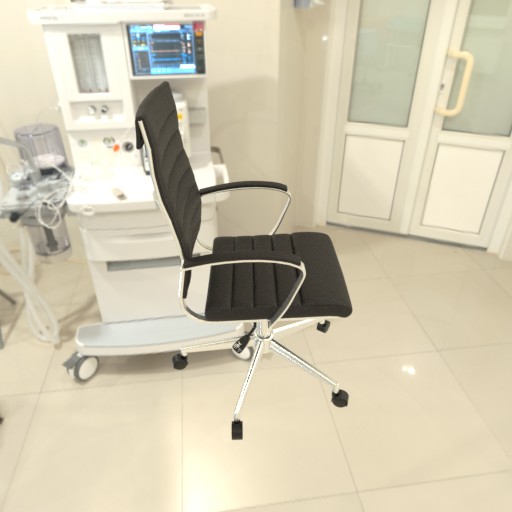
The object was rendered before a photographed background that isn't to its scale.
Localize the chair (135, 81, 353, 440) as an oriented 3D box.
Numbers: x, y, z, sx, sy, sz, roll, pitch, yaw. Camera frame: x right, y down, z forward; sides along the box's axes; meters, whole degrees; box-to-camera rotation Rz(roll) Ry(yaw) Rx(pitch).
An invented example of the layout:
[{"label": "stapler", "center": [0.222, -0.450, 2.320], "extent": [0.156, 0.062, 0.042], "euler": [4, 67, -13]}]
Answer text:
[{"label": "chair", "center": [0.000, 0.000, 1.649], "extent": [0.739, 1.149, 0.766], "euler": [-1, 33, -1]}]
